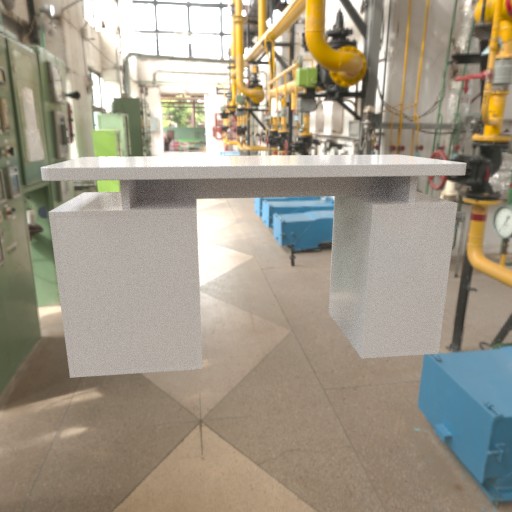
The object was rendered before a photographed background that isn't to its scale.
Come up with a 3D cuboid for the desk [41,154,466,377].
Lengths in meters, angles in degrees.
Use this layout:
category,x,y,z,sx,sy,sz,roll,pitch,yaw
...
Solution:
category,x,y,z,sx,sy,sz,roll,pitch,yaw
desk,0.000,0.000,1.792,1.400,0.762,0.550,-2,16,-7
